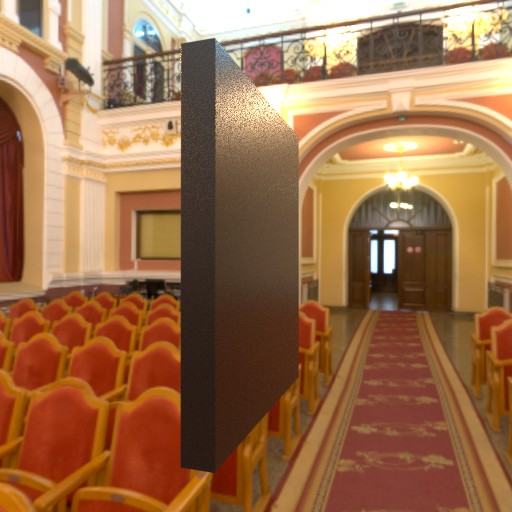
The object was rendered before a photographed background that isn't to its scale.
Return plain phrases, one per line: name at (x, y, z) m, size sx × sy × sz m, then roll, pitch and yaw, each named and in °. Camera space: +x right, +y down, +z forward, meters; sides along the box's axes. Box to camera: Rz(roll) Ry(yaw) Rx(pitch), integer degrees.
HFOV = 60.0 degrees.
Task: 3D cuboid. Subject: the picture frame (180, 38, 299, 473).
picture frame at (0.000, 0.000, 0.546) m, size 0.034 × 0.378 × 0.328 m, roll 0°, pitch 0°, yaw 18°
